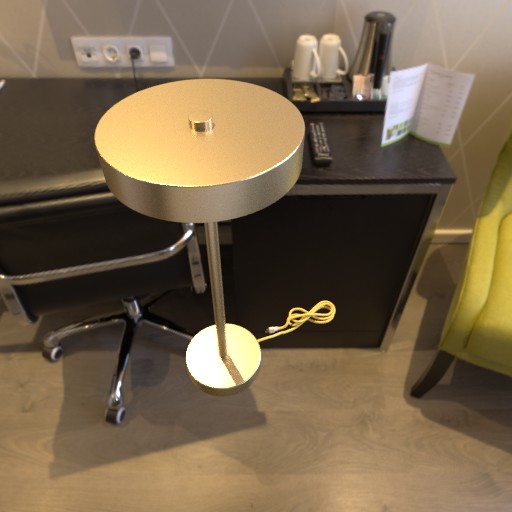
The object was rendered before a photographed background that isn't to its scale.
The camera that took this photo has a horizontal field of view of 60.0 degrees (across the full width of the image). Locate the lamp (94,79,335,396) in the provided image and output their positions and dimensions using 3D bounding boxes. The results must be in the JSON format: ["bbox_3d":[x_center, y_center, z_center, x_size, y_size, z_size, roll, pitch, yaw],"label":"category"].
[{"bbox_3d":[0.000,0.000,0.689,0.369,0.508,0.229,-23,50,-21],"label":"lamp"}]
